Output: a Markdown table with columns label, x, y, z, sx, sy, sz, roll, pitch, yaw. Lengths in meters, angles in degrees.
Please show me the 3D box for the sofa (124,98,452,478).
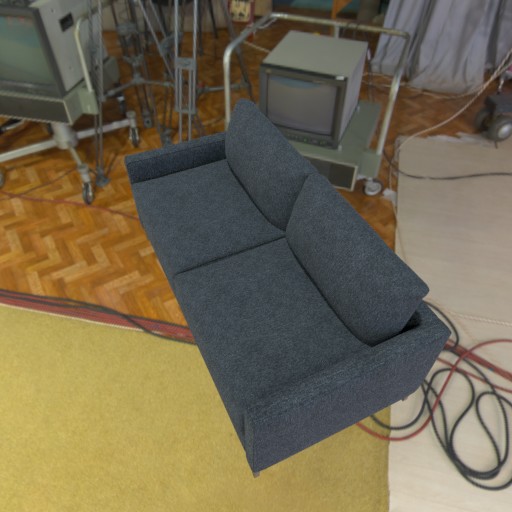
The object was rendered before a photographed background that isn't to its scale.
| label | x | y | z | sx | sy | sz | roll | pitch | yaw |
| --- | --- | --- | --- | --- | --- | --- | --- | --- | --- |
| sofa | 0.000 | 0.000 | 2.212 | 0.866 | 0.862 | 1.716 | -19 | 50 | -17 |
